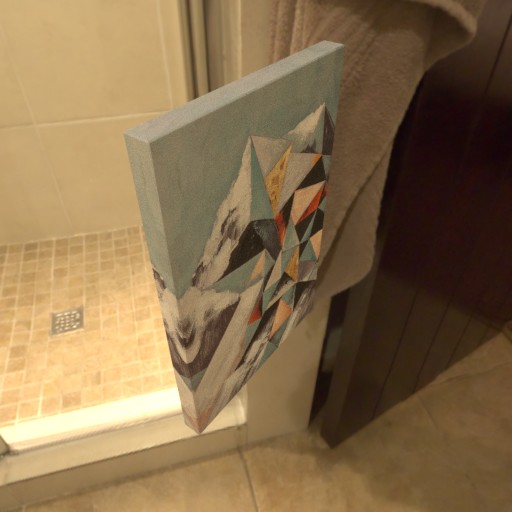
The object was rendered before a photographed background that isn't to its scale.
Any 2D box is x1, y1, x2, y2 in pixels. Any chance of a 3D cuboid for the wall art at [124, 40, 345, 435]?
[{"bbox_3d":[0.000,0.000,1.159,0.061,0.911,0.609,27,48,27],"label":"wall art"}]
